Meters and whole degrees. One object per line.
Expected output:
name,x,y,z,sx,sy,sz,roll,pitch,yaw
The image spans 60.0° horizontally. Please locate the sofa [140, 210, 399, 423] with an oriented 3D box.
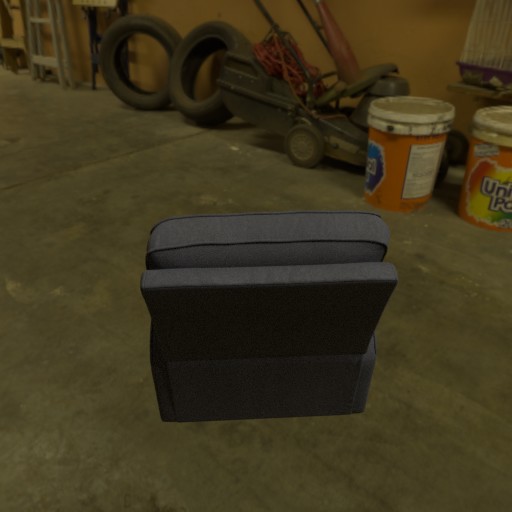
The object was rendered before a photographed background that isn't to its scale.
sofa,0.000,0.000,2.074,0.861,0.959,1.472,-2,31,-3
